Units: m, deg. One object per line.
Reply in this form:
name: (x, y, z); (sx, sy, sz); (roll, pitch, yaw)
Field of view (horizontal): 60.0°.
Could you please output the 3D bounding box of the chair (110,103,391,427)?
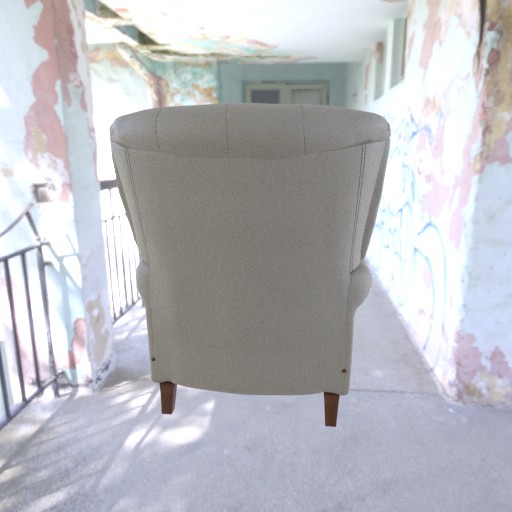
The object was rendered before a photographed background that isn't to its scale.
chair: (0.000, 0.000, 1.860); (0.943, 1.158, 1.059); (2, 15, 7)
